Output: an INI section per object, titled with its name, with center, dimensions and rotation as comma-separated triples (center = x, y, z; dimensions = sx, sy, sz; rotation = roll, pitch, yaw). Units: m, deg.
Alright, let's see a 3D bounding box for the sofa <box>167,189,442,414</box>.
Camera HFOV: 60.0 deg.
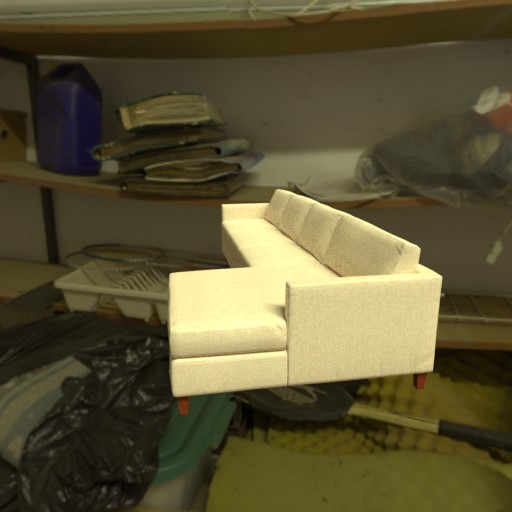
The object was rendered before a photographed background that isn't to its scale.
[sofa]
center = 0.000, 0.000, 4.132
dimensions = 1.603, 0.954, 3.471
rotation = -3, 14, -10
